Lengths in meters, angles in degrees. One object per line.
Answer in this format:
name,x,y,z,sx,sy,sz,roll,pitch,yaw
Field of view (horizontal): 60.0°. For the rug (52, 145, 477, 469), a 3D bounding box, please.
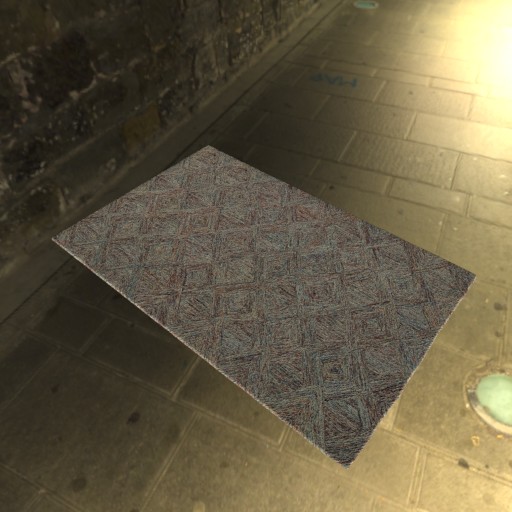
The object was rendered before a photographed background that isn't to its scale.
rug,0.000,0.000,2.164,1.761,0.014,1.143,31,53,27
